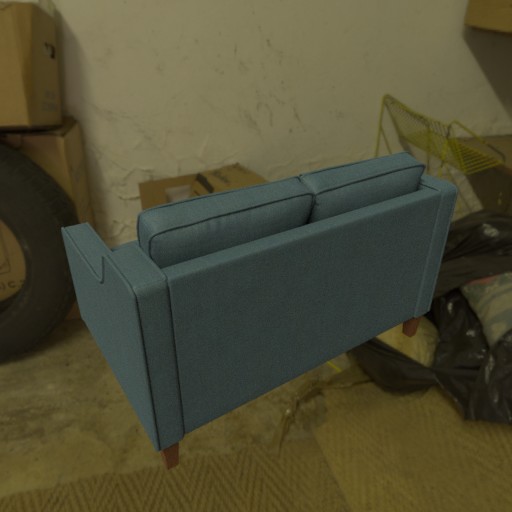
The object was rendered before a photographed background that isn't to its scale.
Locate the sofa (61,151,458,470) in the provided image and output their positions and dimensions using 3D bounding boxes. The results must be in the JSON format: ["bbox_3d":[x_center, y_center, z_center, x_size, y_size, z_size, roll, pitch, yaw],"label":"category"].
[{"bbox_3d":[0.000,0.000,2.101,1.501,0.971,0.987,-18,33,-30],"label":"sofa"}]
